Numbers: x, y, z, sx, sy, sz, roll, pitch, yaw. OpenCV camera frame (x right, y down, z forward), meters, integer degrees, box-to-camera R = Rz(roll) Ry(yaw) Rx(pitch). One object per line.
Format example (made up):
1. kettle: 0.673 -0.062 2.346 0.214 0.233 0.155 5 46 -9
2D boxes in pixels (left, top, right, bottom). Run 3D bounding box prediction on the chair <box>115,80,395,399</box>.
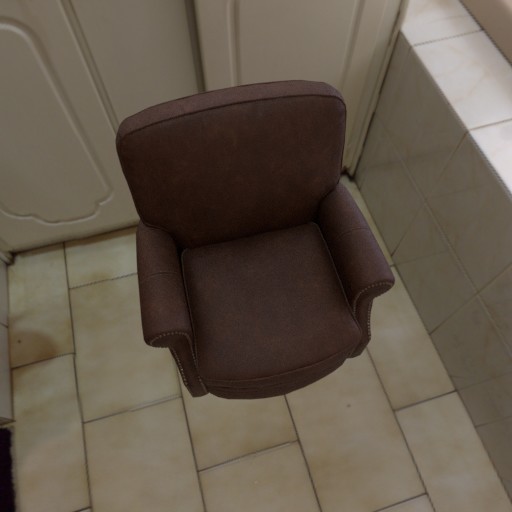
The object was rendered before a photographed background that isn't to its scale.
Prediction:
1. chair: 0.000 0.000 1.771 0.936 1.018 0.986 -13 64 -6
